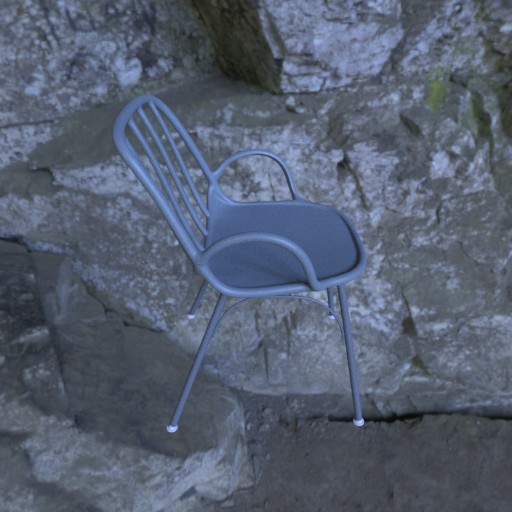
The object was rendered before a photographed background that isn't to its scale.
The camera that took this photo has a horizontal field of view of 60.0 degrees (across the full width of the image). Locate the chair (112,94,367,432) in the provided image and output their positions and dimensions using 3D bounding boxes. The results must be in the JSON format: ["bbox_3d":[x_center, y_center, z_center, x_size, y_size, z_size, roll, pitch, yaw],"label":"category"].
[{"bbox_3d":[0.000,0.000,1.221,0.597,0.816,0.549,-1,32,-1],"label":"chair"}]
